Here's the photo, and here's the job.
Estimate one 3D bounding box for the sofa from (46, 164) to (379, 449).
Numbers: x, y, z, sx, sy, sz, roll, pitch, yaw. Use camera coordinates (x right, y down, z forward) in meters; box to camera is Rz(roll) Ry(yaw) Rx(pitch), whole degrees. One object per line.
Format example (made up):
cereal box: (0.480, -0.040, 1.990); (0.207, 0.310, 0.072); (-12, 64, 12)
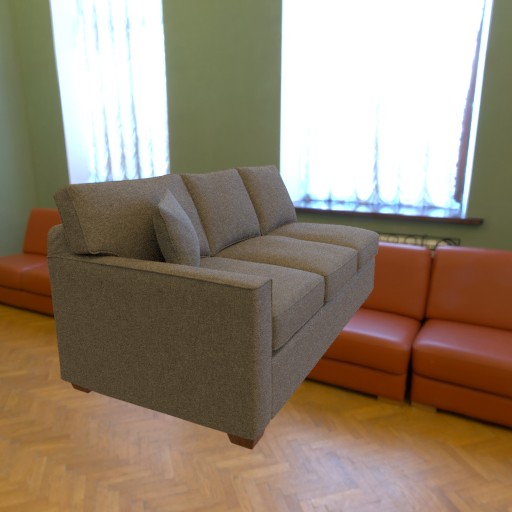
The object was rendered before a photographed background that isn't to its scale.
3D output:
sofa: (0.000, 0.000, 2.532); (1.034, 0.946, 1.963); (7, 16, 26)
